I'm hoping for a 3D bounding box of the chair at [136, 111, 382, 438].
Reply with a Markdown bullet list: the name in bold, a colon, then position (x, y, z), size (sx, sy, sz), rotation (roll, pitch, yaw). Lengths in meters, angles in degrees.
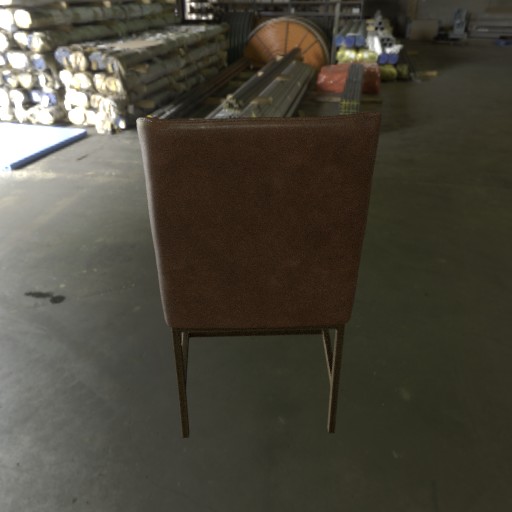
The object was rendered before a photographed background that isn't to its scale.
- **chair**: position (0.000, 0.000, 1.223), size (0.508, 0.889, 0.587), rotation (-1, 31, -2)
